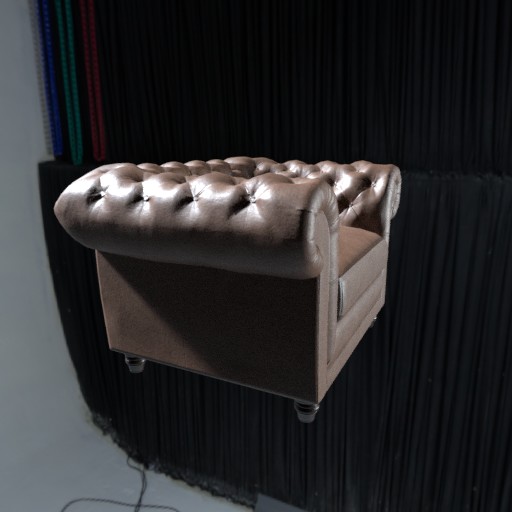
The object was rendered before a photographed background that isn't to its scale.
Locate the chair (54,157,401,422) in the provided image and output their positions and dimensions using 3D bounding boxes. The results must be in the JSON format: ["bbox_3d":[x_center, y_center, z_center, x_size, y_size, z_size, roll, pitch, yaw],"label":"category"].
[{"bbox_3d":[0.000,0.000,1.848,0.954,0.784,1.298,7,15,26],"label":"chair"}]
